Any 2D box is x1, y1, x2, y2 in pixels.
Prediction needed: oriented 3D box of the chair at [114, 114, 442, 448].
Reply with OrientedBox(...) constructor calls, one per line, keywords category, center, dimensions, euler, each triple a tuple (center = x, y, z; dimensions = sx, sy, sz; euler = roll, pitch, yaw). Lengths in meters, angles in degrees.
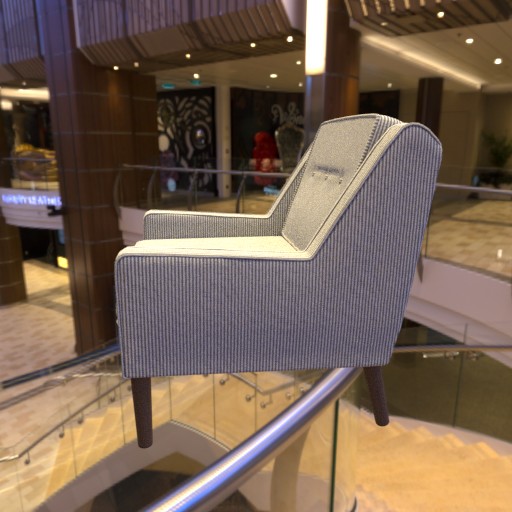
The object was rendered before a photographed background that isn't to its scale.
OrientedBox(category="chair", center=(0.000, 0.000, 1.313), dimensions=(0.743, 0.792, 0.663), euler=(-2, 14, -8))
